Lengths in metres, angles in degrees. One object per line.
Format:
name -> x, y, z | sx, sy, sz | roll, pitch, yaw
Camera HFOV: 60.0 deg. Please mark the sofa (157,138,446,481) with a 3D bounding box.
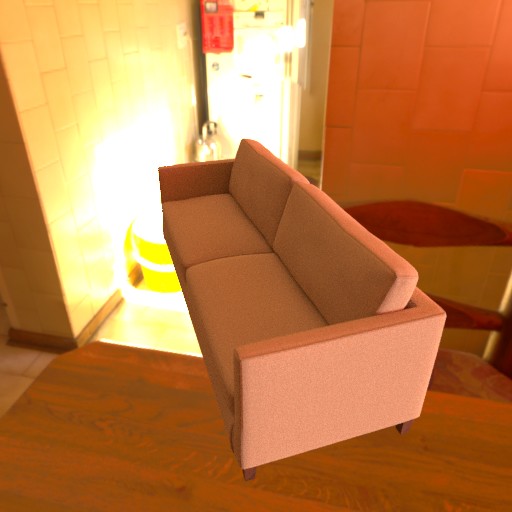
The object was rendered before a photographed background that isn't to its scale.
sofa -> 0.000, 0.000, 2.823 | 0.951, 0.968, 2.361 | -9, 31, -16
